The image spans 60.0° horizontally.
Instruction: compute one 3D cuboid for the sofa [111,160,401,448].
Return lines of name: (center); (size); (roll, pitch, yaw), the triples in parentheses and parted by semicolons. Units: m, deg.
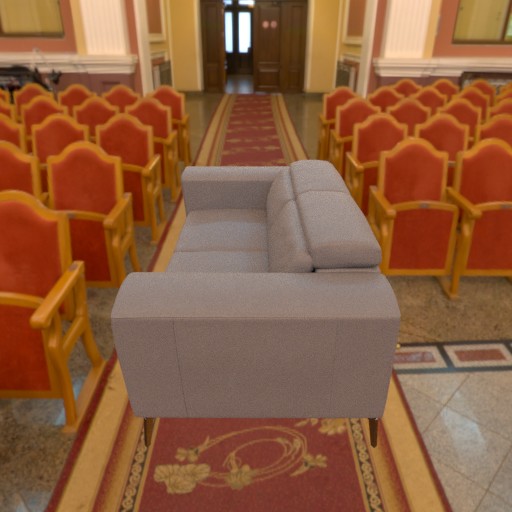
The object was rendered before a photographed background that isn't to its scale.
sofa: (0.000, 0.000, 2.412); (1.003, 0.779, 1.895); (0, 26, 0)
